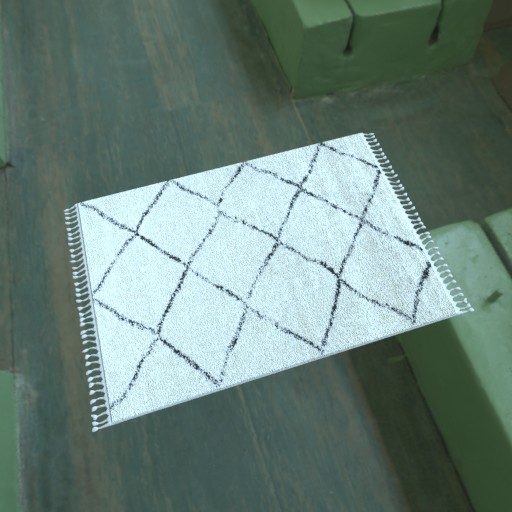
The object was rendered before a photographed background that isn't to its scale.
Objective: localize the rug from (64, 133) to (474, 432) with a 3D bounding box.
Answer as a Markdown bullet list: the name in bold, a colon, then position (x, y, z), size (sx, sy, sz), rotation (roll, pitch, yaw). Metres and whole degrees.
- **rug**: position (0.000, 0.000, 2.846), size (2.307, 0.031, 1.494), rotation (-16, 64, -8)
